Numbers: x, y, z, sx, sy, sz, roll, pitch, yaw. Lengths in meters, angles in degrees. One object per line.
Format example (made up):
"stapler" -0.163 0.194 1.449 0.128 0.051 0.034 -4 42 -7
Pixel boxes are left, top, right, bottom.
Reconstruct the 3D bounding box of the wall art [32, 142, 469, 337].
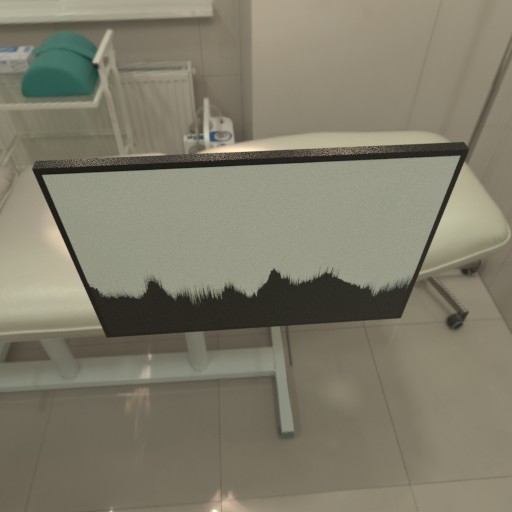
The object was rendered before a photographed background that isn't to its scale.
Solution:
"wall art" 0.000 0.000 0.834 0.659 0.446 0.022 -3 47 -3
